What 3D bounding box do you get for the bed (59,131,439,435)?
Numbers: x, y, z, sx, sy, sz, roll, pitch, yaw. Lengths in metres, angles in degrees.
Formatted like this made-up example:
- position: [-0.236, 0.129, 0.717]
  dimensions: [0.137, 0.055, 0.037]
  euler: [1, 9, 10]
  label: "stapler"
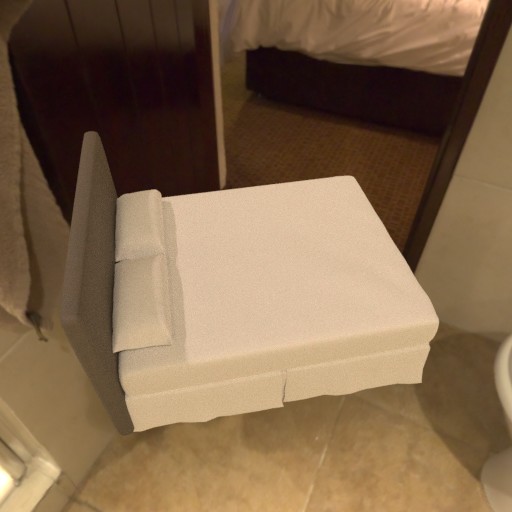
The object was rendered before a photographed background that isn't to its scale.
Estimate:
- position: [0.000, 0.000, 3.125]
  dimensions: [2.142, 1.330, 1.723]
  euler: [-8, 46, -8]
  label: "bed"
